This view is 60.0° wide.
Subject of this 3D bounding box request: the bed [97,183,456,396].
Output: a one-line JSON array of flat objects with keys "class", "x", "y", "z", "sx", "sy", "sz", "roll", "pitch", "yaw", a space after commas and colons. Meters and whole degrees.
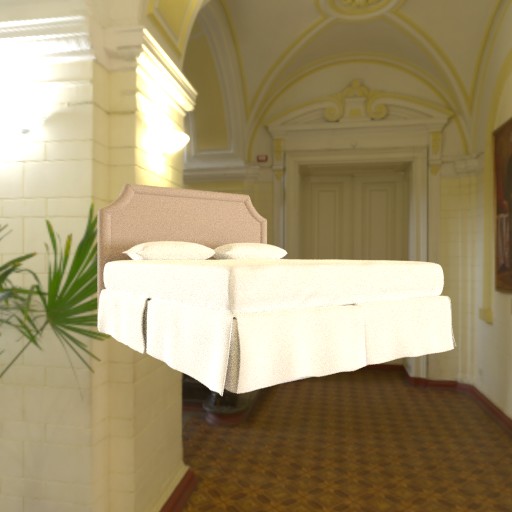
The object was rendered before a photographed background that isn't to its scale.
[{"class": "bed", "x": 0.000, "y": 0.000, "z": 4.233, "sx": 2.350, "sy": 1.590, "sz": 2.773, "roll": 0, "pitch": 0, "yaw": -35}]
